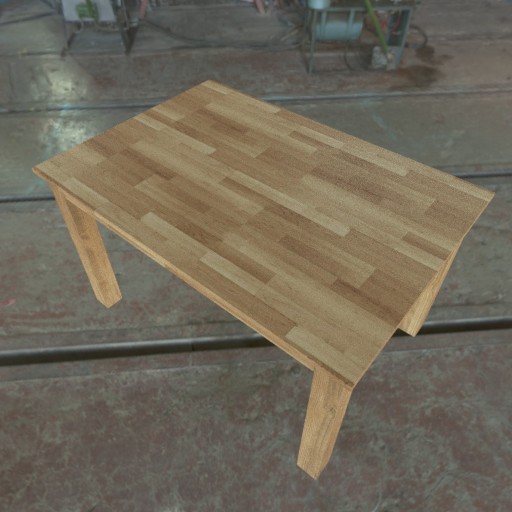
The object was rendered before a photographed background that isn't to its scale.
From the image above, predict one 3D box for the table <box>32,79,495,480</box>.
[{"bbox_3d":[0.000,0.000,1.777,1.300,0.750,0.900,31,54,26],"label":"table"}]
